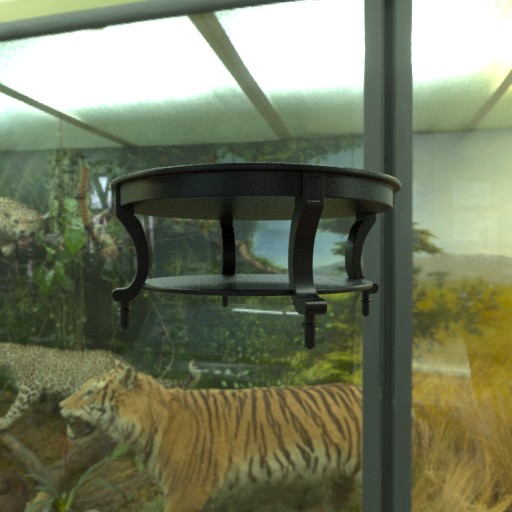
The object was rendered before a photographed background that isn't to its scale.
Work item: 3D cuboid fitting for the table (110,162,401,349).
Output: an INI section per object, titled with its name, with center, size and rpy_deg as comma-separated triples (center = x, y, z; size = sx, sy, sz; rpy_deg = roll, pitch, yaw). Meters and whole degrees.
[table]
center = 0.000, 0.000, 1.645
size = 1.029, 0.491, 1.029
rpy_deg = 0, 1, 0
